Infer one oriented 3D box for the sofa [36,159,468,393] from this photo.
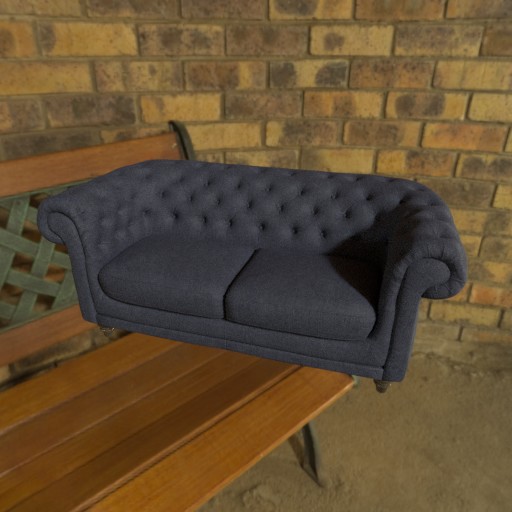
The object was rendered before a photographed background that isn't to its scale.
[{"bbox_3d":[0.000,0.000,2.473,1.988,0.833,1.082,8,27,15],"label":"sofa"}]
